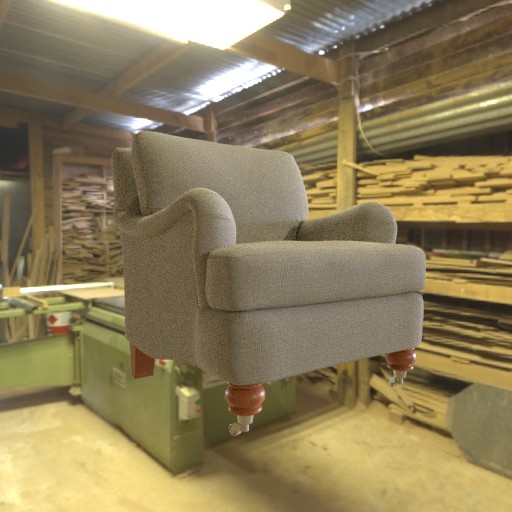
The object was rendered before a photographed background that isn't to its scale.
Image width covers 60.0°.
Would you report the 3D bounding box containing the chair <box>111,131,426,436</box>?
[{"bbox_3d":[0.000,0.000,1.859,0.955,1.038,1.070,-1,2,-36],"label":"chair"}]
